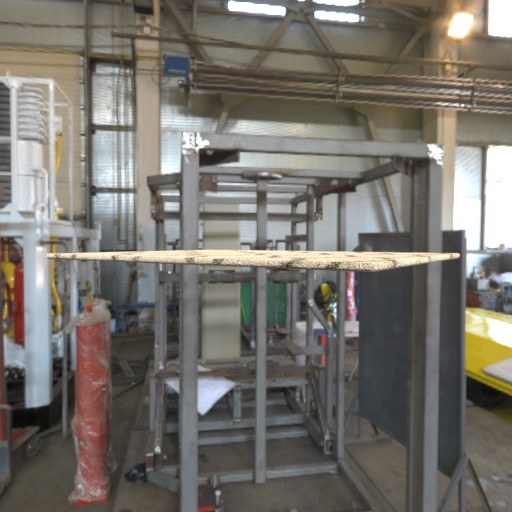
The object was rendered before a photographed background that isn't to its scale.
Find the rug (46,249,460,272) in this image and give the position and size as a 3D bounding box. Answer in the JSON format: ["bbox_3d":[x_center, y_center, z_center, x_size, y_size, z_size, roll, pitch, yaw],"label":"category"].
[{"bbox_3d":[0.000,0.000,2.130,1.600,0.025,1.200,1,2,35],"label":"rug"}]
